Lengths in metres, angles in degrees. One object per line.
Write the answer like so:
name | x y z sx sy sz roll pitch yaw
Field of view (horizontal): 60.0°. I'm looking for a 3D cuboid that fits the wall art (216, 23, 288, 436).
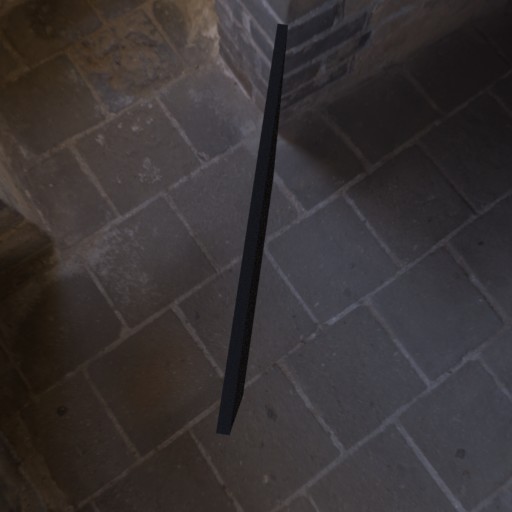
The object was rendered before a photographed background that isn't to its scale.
wall art | 0.000 0.000 0.691 0.013 0.458 0.456 8 77 2
